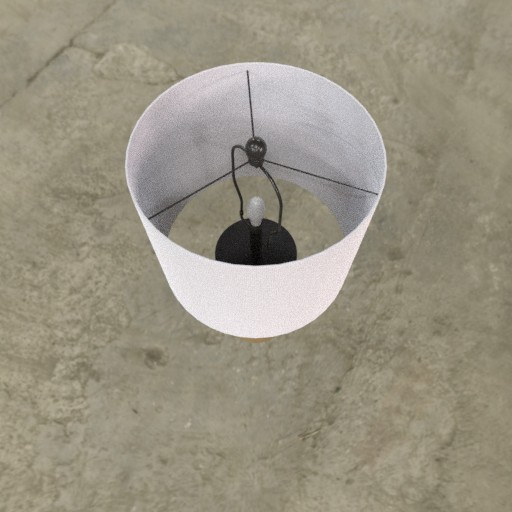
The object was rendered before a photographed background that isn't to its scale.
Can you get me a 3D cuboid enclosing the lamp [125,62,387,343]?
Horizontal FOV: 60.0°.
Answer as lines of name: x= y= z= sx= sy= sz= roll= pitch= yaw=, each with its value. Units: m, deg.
lamp: x=0.000 y=0.000 z=0.756 sx=0.304 sy=0.573 sz=0.304 roll=-33 pitch=67 yaw=-16
